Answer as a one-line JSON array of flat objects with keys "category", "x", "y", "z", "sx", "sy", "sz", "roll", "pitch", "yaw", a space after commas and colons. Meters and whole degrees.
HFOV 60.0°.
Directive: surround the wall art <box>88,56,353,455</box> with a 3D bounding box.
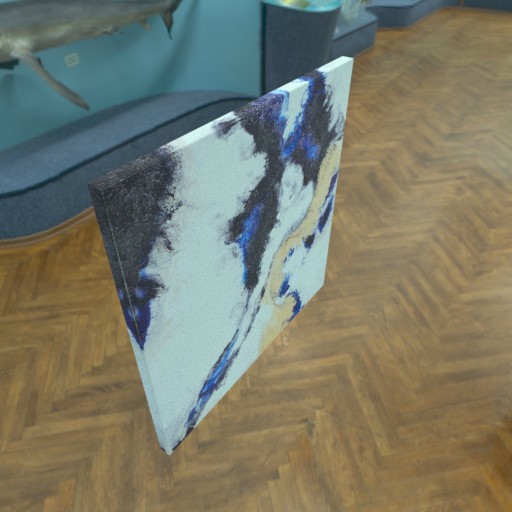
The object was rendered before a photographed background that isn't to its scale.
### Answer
[{"category": "wall art", "x": 0.000, "y": 0.000, "z": 1.274, "sx": 0.038, "sy": 0.885, "sz": 0.887, "roll": 25, "pitch": 46, "yaw": 27}]
